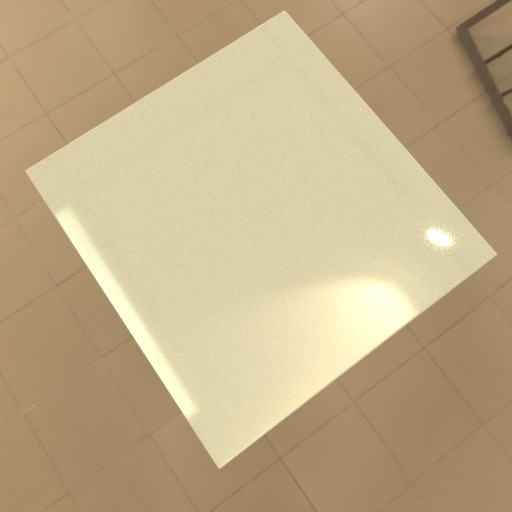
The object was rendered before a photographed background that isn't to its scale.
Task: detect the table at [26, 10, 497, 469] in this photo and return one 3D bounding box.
[{"bbox_3d":[0.000,0.000,0.763,0.400,0.470,0.420,-35,79,-8],"label":"table"}]
